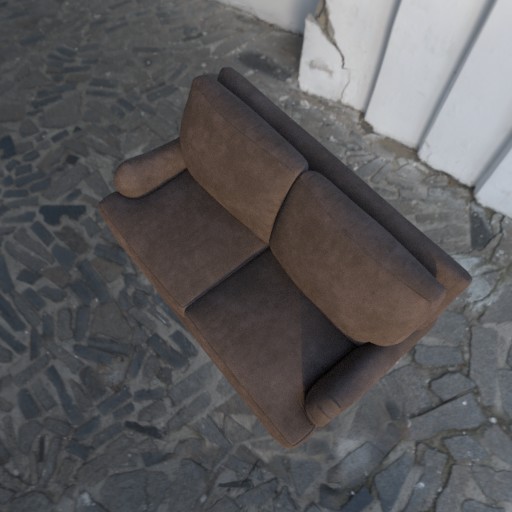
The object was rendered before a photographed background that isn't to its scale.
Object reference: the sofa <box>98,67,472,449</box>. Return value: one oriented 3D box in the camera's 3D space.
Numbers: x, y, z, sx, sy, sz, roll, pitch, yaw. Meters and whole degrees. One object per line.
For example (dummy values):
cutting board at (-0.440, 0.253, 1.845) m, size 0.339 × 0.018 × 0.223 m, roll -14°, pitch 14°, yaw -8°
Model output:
sofa at (0.000, 0.000, 2.536) m, size 1.084 × 1.101 × 1.853 m, roll -37°, pitch 69°, yaw -17°
